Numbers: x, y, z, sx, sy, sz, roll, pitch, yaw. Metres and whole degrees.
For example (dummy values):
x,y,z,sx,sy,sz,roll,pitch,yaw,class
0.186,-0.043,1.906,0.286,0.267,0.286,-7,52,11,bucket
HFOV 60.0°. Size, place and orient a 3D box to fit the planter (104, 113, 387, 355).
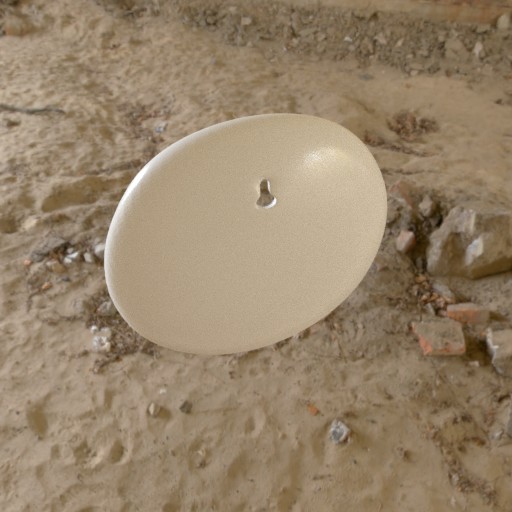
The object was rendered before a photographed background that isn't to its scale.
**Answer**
x,y,z,sx,sy,sz,roll,pitch,yaw,class
0.000,0.000,0.284,0.185,0.188,0.043,-12,43,-13,planter
